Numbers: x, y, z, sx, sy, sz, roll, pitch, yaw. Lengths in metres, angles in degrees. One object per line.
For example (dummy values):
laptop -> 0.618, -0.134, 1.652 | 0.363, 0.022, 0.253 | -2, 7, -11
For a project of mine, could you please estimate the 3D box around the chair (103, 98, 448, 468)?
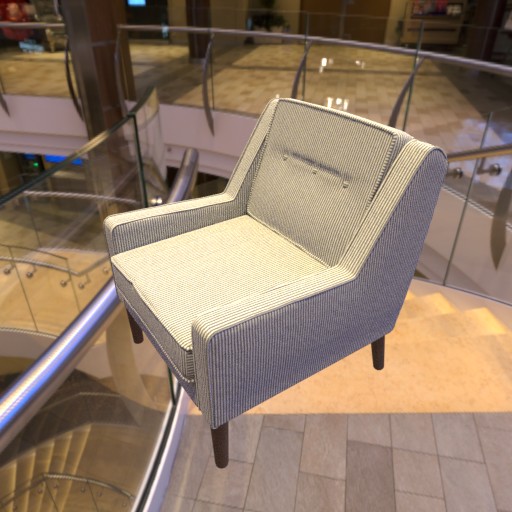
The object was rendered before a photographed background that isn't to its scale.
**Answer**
chair -> 0.000, 0.000, 1.337 | 0.743, 0.792, 0.663 | -20, 37, -29
